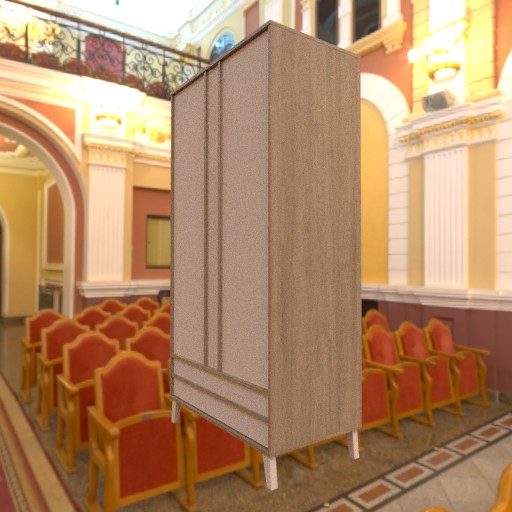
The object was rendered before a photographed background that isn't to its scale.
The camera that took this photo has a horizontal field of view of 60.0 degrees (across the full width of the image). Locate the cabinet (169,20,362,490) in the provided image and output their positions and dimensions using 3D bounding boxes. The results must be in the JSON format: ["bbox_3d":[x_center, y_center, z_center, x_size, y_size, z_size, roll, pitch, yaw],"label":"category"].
[{"bbox_3d":[0.000,0.000,2.450,0.571,1.999,1.006,1,-1,-35],"label":"cabinet"}]
